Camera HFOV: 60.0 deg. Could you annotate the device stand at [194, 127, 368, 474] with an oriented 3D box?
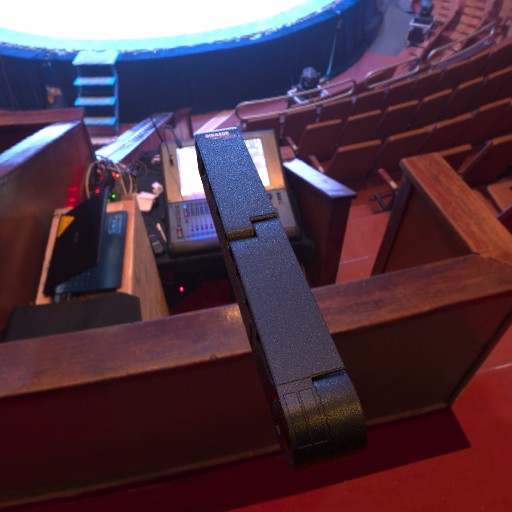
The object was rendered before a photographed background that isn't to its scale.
[{"bbox_3d":[0.000,0.000,0.196,0.026,0.030,0.179,-11,49,-10],"label":"device stand"}]
